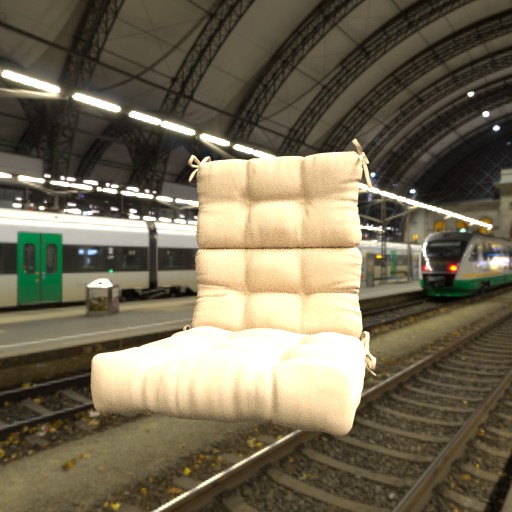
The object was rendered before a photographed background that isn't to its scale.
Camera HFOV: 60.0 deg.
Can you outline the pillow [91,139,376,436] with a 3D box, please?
[{"bbox_3d":[0.000,0.000,1.005,0.519,0.605,0.571,0,-1,17],"label":"pillow"}]
